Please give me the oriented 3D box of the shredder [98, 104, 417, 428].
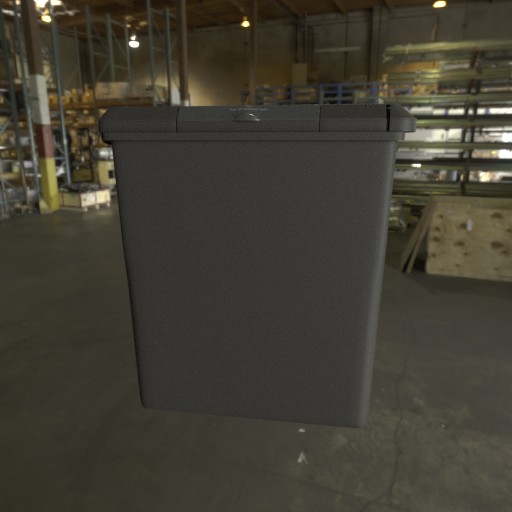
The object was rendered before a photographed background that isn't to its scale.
[{"bbox_3d":[0.000,0.000,0.519,0.320,0.335,0.170,2,15,8],"label":"shredder"}]
